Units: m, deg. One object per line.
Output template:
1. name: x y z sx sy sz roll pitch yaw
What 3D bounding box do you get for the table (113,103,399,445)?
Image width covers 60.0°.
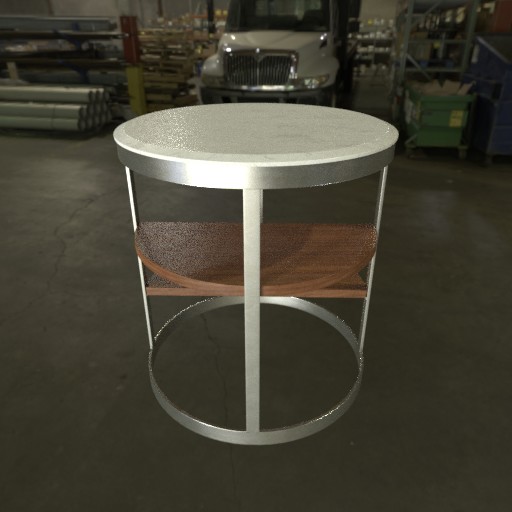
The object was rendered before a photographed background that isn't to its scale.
1. table: 0.000 0.000 0.757 0.407 0.447 0.407 0 27 0
